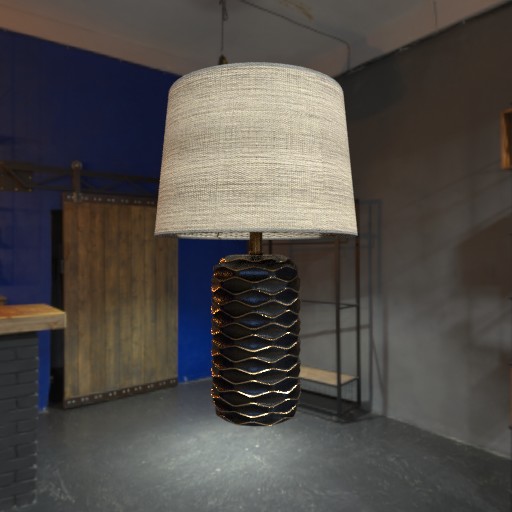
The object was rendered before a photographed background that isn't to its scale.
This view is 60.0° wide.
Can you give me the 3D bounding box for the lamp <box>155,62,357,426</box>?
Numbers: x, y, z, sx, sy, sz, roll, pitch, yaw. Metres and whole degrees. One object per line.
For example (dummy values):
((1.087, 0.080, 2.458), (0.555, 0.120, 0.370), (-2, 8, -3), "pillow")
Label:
((0.000, 0.000, 0.842), (0.376, 0.594, 0.376), (0, 0, 0), "lamp")
